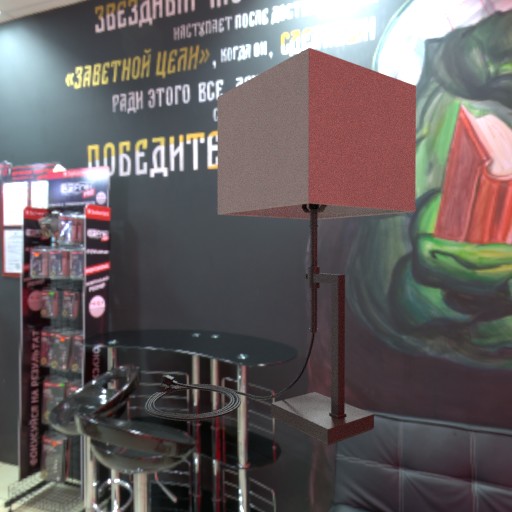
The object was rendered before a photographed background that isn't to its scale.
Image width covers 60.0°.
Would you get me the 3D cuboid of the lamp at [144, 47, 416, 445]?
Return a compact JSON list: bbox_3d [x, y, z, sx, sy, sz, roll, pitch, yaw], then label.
[{"bbox_3d":[0.000,0.000,0.948,0.399,0.660,0.504,-1,1,-36],"label":"lamp"}]
